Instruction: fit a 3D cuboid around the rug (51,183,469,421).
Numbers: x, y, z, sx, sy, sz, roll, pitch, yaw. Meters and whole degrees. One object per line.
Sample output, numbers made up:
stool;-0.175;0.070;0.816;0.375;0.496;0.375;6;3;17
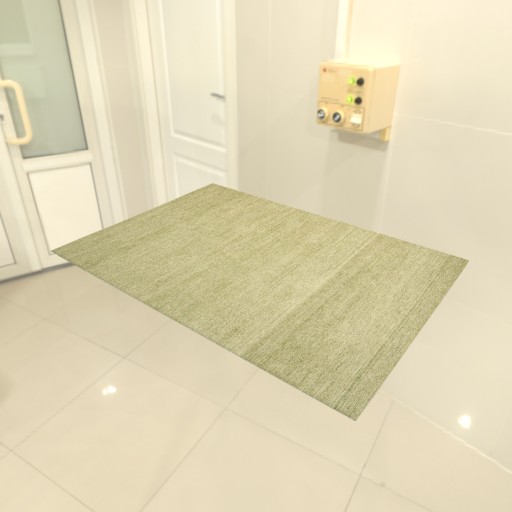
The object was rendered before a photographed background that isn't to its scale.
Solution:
rug;0.000;0.000;2.938;2.270;0.017;1.606;21;36;32
